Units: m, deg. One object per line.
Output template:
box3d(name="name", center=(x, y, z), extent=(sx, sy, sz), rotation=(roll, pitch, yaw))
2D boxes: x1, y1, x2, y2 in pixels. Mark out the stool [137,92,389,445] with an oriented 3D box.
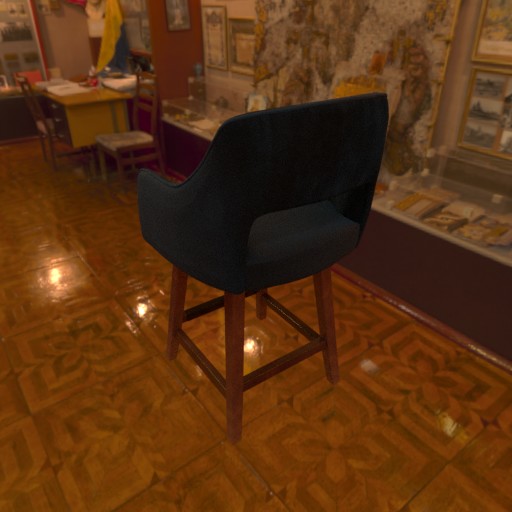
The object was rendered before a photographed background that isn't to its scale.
box3d(name="stool", center=(0.000, 0.000, 1.263), extent=(0.550, 0.940, 0.560), rotation=(-20, 36, -30))
